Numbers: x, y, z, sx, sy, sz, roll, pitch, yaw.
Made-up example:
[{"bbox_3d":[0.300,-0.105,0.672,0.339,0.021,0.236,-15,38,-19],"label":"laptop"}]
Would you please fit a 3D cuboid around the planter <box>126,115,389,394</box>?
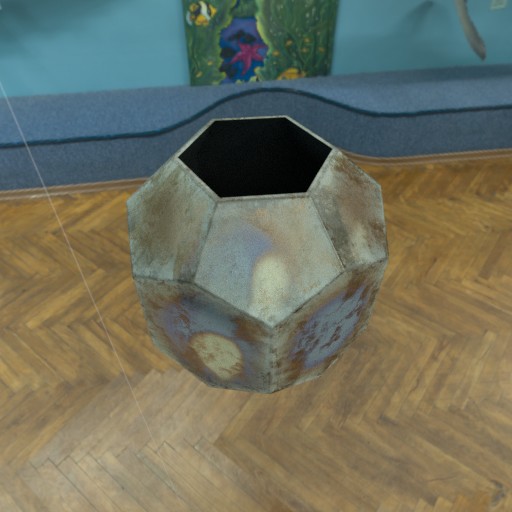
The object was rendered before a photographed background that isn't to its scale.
[{"bbox_3d":[0.000,0.000,0.439,0.221,0.238,0.243,-4,46,-4],"label":"planter"}]
